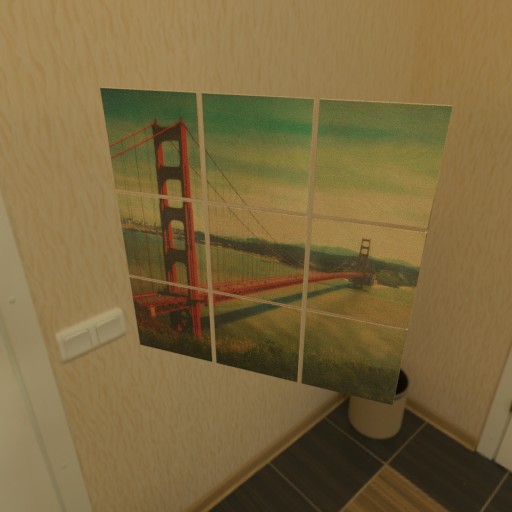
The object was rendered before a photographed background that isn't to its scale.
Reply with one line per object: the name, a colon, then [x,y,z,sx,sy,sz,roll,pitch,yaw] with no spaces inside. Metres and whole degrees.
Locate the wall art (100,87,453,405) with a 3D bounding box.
wall art: [0.000,0.000,2.191,1.519,1.507,0.014,9,29,17]
